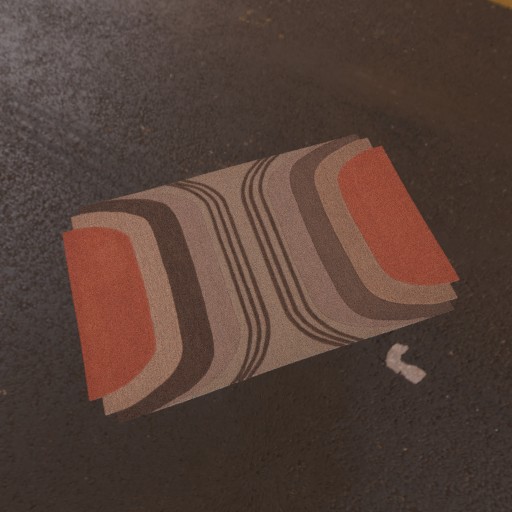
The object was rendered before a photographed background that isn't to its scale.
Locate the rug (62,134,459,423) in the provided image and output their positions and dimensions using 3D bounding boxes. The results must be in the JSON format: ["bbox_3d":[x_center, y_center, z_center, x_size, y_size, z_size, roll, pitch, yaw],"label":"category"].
[{"bbox_3d":[0.000,0.000,3.002,2.446,0.017,1.530,-17,65,-8],"label":"rug"}]
